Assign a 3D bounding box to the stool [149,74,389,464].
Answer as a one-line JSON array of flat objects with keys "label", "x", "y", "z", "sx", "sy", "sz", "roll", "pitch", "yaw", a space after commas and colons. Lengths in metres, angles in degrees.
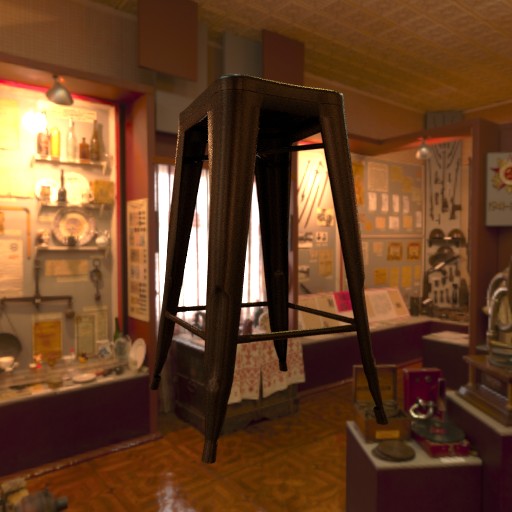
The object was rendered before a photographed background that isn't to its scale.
[{"label": "stool", "x": 0.000, "y": 0.000, "z": 0.901, "sx": 0.423, "sy": 0.609, "sz": 0.455, "roll": -1, "pitch": 2, "yaw": -37}]
